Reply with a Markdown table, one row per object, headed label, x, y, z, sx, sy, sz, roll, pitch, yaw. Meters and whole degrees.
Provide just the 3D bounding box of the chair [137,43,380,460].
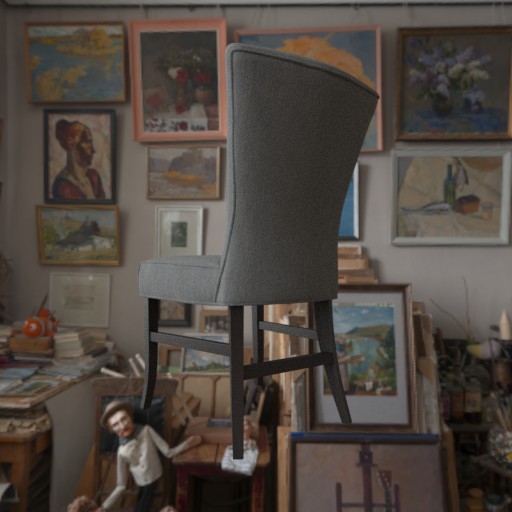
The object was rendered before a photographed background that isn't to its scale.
| label | x | y | z | sx | sy | sz | roll | pitch | yaw |
| --- | --- | --- | --- | --- | --- | --- | --- | --- | --- |
| chair | 0.000 | 0.000 | 1.357 | 0.520 | 0.991 | 0.660 | 1 | -1 | -37 |
